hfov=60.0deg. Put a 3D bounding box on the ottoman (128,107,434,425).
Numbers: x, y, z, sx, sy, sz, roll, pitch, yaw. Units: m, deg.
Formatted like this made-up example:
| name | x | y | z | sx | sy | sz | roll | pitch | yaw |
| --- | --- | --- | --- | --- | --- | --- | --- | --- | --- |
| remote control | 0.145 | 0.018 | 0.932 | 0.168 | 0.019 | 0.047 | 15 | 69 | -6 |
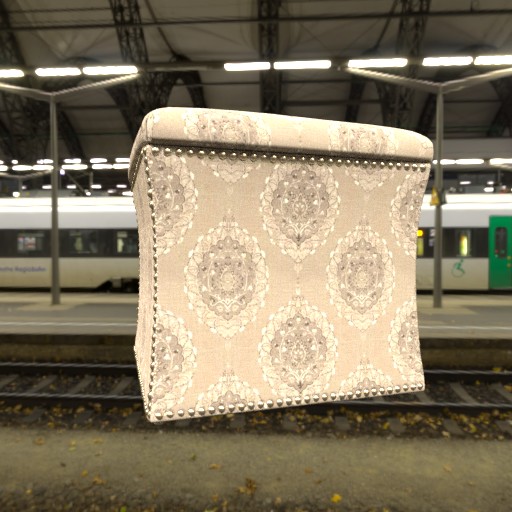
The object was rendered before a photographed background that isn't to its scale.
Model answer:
| name | x | y | z | sx | sy | sz | roll | pitch | yaw |
| --- | --- | --- | --- | --- | --- | --- | --- | --- | --- |
| ottoman | 0.000 | 0.000 | 0.908 | 0.497 | 0.473 | 0.507 | 0 | 1 | -18 |
